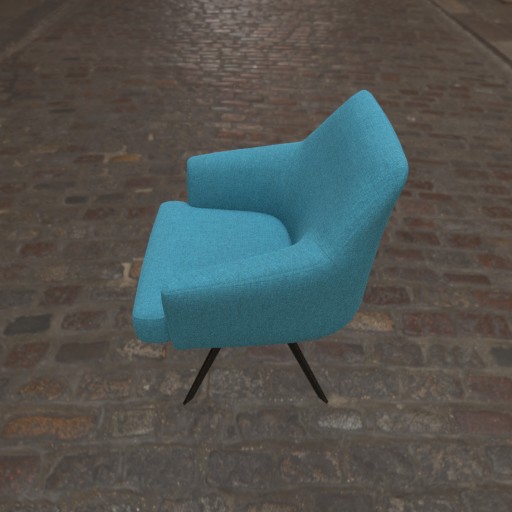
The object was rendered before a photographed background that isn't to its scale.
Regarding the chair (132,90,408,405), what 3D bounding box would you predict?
[{"bbox_3d":[0.000,0.000,1.359,0.677,0.874,0.642,0,42,0],"label":"chair"}]
